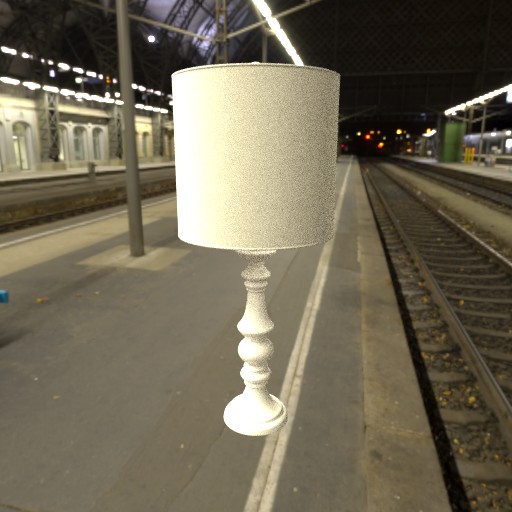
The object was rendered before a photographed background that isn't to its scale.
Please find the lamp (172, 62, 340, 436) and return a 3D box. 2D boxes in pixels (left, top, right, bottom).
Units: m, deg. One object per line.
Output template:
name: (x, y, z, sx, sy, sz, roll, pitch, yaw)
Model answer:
lamp: (0.000, 0.000, 0.735, 0.250, 0.597, 0.250, -2, 14, -9)
